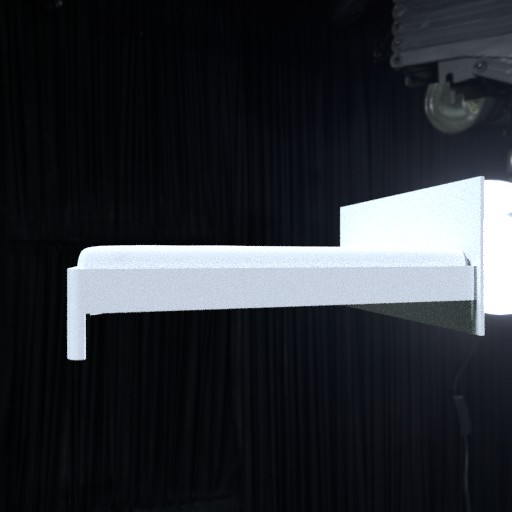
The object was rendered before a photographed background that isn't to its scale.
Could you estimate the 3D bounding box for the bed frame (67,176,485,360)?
[{"bbox_3d":[0.000,0.000,2.660,1.950,0.800,1.490,0,0,-17],"label":"bed frame"}]
